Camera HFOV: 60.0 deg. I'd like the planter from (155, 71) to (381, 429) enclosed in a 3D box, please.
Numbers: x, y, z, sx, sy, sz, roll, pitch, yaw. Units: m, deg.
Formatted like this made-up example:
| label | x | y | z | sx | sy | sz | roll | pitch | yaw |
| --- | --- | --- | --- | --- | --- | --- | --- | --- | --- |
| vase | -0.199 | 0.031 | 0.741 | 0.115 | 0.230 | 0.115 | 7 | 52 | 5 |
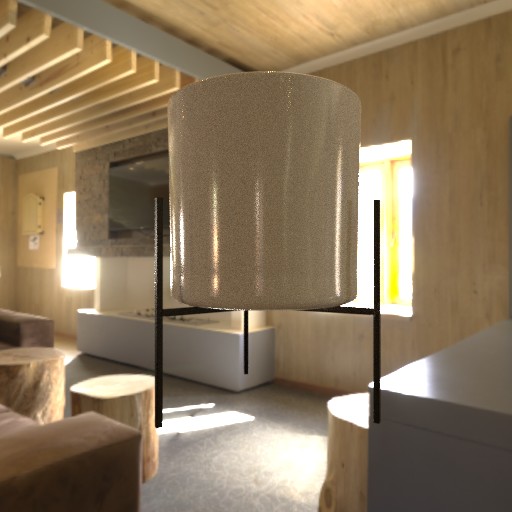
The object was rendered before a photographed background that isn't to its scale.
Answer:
| label | x | y | z | sx | sy | sz | roll | pitch | yaw |
| --- | --- | --- | --- | --- | --- | --- | --- | --- | --- |
| planter | 0.000 | 0.000 | 0.644 | 0.308 | 0.431 | 0.307 | 0 | 0 | -36 |
